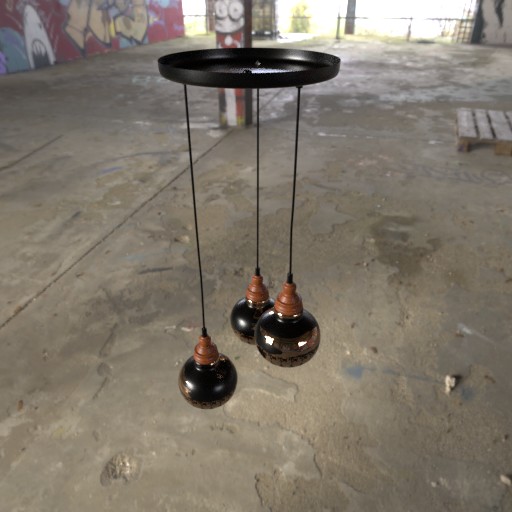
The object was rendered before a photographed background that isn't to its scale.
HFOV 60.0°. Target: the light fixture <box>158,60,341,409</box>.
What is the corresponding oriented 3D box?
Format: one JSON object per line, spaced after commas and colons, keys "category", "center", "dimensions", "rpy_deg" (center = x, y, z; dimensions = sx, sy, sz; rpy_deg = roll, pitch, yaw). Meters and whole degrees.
{"category": "light fixture", "center": [0.000, 0.000, 1.720], "dimensions": [0.605, 1.410, 0.608], "rpy_deg": [21, 37, 30]}
